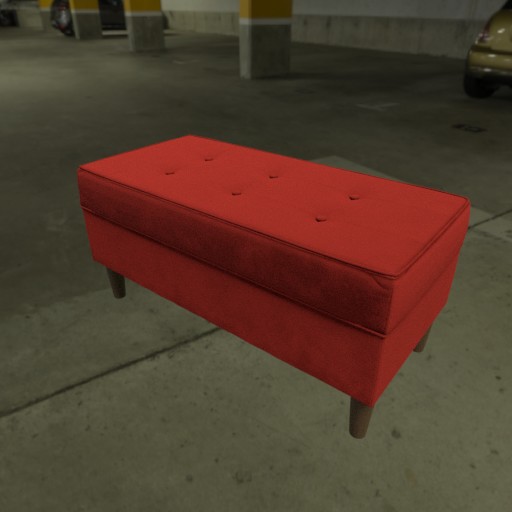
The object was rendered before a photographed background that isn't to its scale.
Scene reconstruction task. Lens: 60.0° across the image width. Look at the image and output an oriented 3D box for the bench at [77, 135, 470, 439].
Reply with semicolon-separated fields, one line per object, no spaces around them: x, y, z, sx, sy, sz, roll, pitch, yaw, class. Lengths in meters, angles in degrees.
0.000;0.000;1.311;1.016;0.471;0.492;21;36;33;bench
